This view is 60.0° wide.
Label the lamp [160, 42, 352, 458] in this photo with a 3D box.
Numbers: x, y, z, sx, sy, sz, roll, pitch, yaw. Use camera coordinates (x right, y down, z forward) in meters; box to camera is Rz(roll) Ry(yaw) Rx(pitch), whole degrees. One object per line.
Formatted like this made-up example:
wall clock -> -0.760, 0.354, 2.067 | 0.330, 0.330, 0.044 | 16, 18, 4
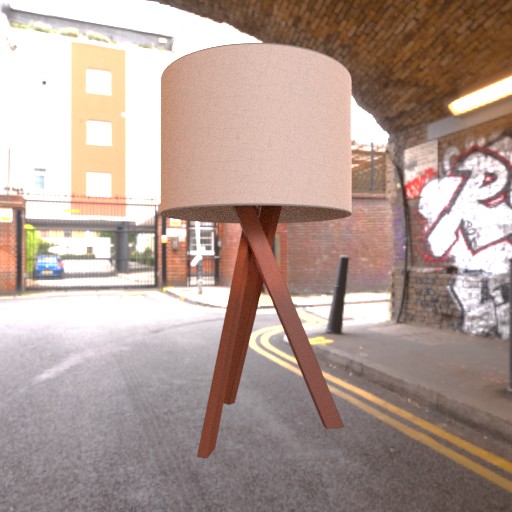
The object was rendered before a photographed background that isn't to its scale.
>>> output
lamp -> 0.000, 0.000, 0.902 | 0.380, 0.686, 0.380 | 0, 0, 18
